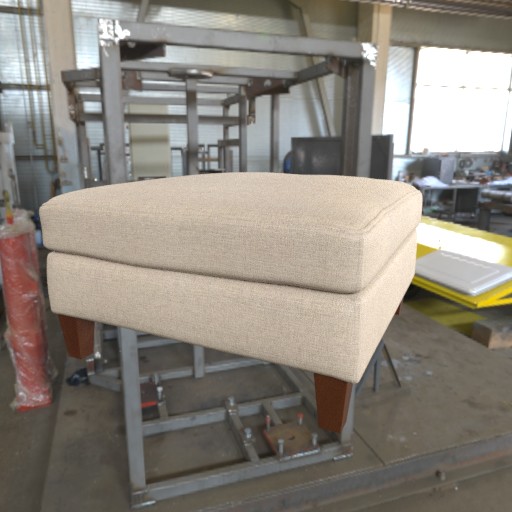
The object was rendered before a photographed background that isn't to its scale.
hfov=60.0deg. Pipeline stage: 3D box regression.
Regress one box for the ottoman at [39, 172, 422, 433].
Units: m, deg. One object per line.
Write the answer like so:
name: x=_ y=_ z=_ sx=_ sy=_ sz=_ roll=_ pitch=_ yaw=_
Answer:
ottoman: x=0.000 y=0.000 z=1.328 sx=0.838 sy=0.481 sz=0.838 roll=7 pitch=15 yaw=25
